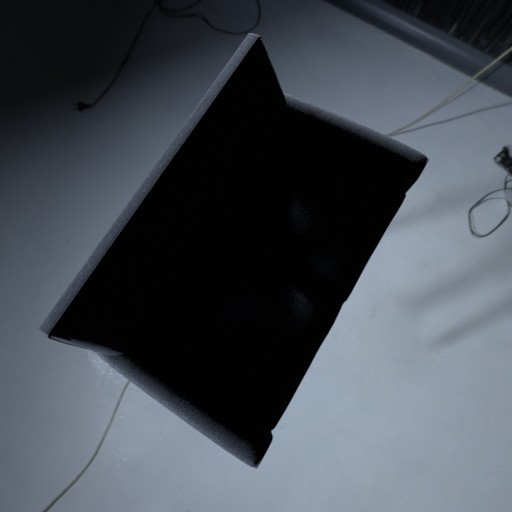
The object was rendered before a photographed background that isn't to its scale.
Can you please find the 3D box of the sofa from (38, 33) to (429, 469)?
[{"bbox_3d":[0.000,0.000,1.935,0.875,0.846,1.420,30,78,7],"label":"sofa"}]
